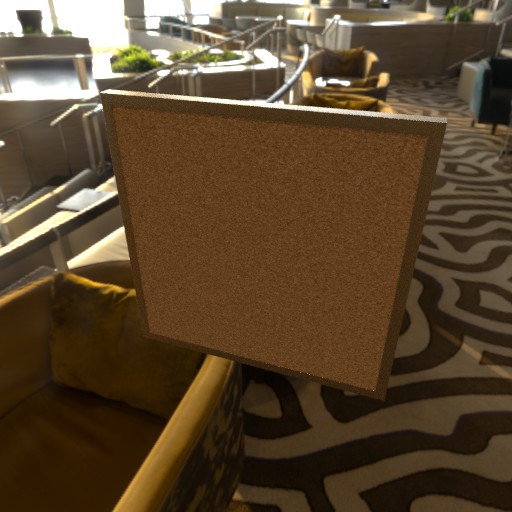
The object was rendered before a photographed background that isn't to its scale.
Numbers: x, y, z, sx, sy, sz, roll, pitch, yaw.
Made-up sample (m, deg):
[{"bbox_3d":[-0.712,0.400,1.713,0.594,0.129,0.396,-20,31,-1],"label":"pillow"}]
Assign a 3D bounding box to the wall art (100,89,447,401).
[{"bbox_3d":[0.000,0.000,1.149,0.767,0.765,0.036,11,34,17],"label":"wall art"}]
